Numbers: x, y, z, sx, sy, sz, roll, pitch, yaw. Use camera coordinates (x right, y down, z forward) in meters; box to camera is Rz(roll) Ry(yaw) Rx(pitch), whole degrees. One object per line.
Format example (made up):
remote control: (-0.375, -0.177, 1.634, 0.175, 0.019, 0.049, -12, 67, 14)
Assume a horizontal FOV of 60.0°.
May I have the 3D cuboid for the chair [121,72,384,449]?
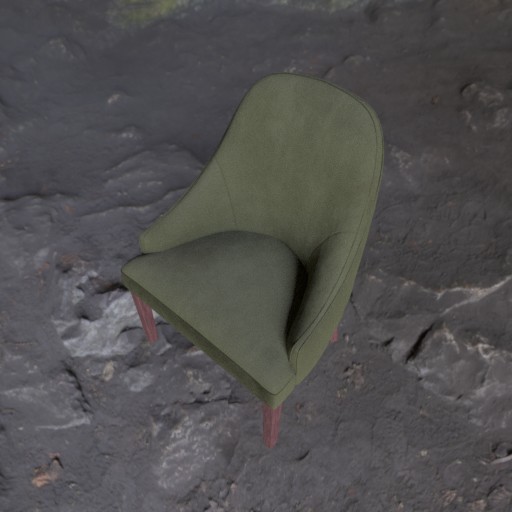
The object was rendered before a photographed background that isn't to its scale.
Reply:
chair: (0.000, 0.000, 1.324, 0.643, 0.889, 0.575, 33, 54, 27)
